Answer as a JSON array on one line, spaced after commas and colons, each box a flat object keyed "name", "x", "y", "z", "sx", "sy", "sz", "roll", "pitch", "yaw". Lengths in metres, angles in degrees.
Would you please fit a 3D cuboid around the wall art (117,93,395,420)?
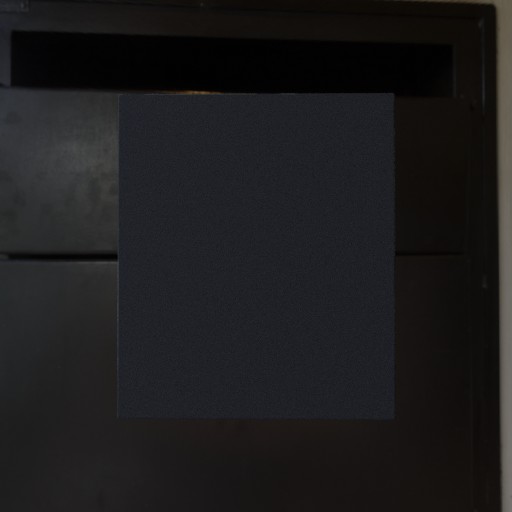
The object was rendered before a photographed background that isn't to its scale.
[{"name": "wall art", "x": 0.000, "y": 0.000, "z": 0.714, "sx": 0.435, "sy": 0.511, "sz": 0.037, "roll": 0, "pitch": -1, "yaw": 1}]
